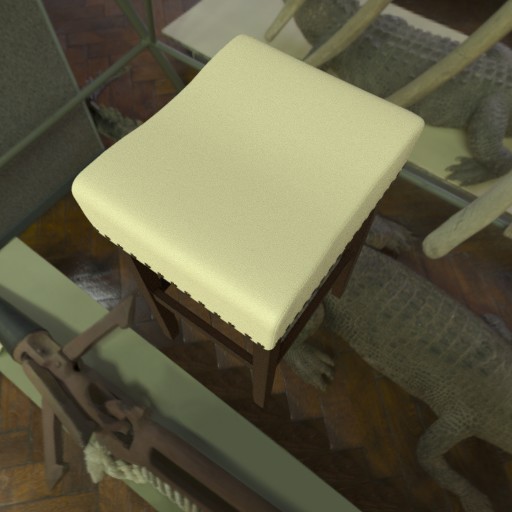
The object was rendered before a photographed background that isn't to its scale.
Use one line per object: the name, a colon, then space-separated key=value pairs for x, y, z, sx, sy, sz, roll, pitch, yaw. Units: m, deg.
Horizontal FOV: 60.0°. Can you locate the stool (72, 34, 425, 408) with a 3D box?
stool: x=0.000 y=0.000 z=1.052 sx=0.401 sy=0.762 sz=0.471 roll=33 pitch=67 yaw=16
